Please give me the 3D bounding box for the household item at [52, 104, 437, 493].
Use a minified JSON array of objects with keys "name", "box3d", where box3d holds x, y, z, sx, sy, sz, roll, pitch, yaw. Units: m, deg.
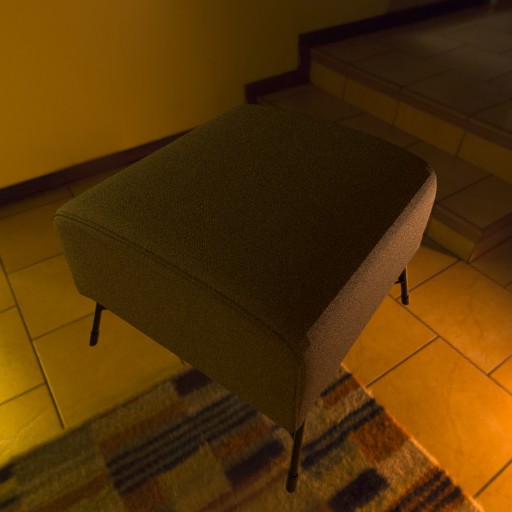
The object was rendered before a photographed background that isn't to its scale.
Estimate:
[{"name":"household item","box3d":[0.000,0.000,0.876,0.530,0.410,0.530,26,49,25]}]
